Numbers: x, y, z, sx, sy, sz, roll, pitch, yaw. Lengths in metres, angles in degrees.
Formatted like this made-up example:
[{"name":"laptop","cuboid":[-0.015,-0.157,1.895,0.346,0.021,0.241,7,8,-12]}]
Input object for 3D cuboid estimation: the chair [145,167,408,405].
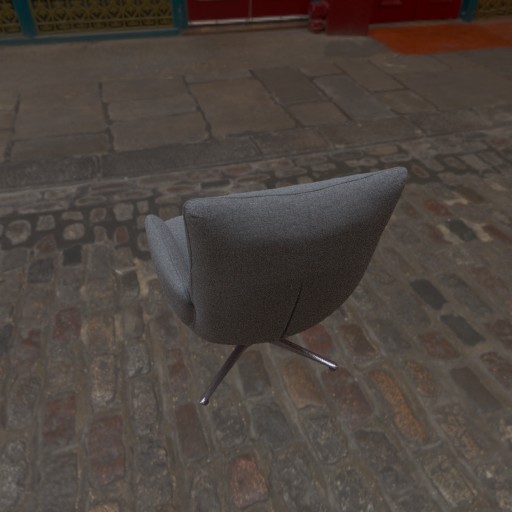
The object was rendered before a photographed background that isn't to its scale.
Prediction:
[{"name":"chair","cuboid":[0.000,0.000,1.544,0.702,0.984,0.831,-11,41,-13]}]
